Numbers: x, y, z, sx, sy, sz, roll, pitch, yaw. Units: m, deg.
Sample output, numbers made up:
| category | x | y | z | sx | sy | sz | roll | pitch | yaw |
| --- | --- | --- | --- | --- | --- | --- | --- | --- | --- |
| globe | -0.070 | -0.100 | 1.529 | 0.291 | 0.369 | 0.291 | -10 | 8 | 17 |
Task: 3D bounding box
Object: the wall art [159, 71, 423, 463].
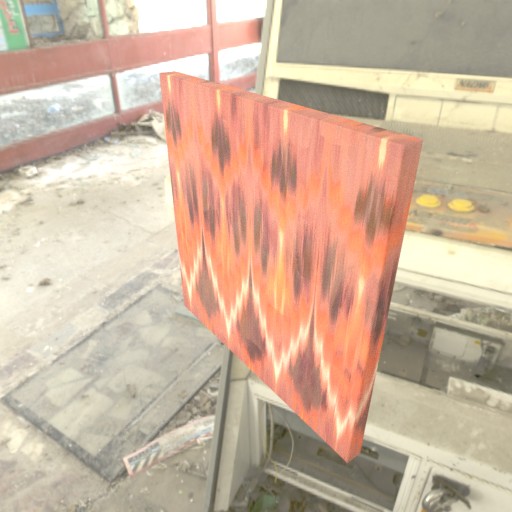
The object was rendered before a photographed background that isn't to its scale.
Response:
| category | x | y | z | sx | sy | sz | roll | pitch | yaw |
| --- | --- | --- | --- | --- | --- | --- | --- | --- | --- |
| wall art | 0.000 | 0.000 | 0.882 | 0.037 | 0.609 | 0.603 | -22 | 38 | -32 |
